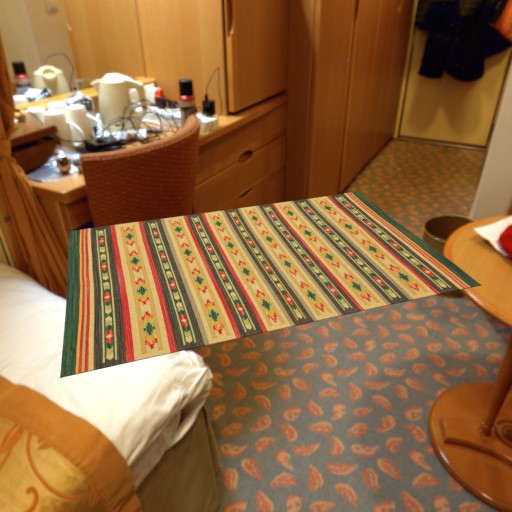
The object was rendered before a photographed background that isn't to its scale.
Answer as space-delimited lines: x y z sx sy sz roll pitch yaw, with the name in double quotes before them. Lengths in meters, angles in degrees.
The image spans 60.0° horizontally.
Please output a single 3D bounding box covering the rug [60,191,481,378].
"rug" 0.000 0.000 3.035 2.447 0.011 1.520 -10 33 -15
